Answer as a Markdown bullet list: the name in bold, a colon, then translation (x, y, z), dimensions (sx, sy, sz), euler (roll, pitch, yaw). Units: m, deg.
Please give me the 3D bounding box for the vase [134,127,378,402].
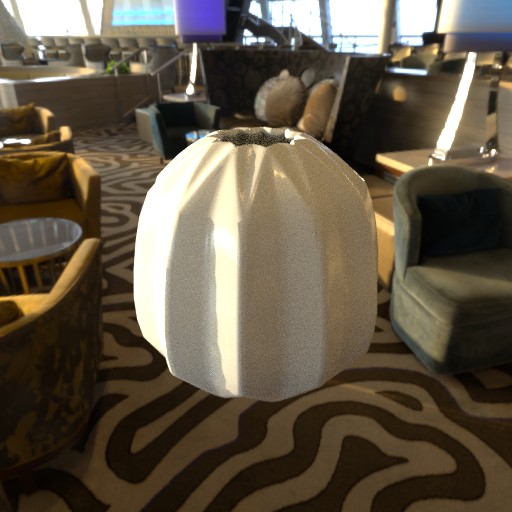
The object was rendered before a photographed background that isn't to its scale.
- **vase**: translation (0.000, 0.000, 0.251), dimensions (0.139, 0.134, 0.139), euler (0, 26, 0)
